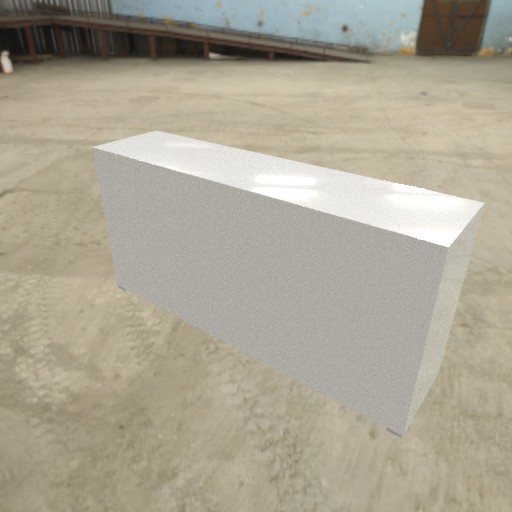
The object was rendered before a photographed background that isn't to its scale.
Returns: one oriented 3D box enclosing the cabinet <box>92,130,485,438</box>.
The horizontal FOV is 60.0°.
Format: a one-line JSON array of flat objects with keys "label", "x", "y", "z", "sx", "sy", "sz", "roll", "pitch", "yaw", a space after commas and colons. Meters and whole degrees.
[{"label": "cabinet", "x": 0.000, "y": 0.000, "z": 1.998, "sx": 1.650, "sy": 0.800, "sz": 0.400, "roll": 21, "pitch": 35, "yaw": 32}]
